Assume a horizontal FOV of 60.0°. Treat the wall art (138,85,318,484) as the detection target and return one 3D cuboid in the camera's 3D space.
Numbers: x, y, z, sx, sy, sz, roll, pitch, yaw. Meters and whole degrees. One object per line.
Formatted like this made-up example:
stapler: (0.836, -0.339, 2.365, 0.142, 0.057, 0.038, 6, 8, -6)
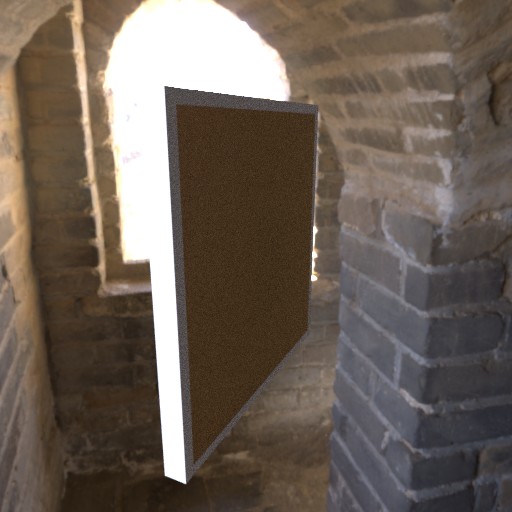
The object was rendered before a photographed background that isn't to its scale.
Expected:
wall art: (0.000, 0.000, 0.757, 0.035, 0.507, 0.508, 8, 18, 25)
